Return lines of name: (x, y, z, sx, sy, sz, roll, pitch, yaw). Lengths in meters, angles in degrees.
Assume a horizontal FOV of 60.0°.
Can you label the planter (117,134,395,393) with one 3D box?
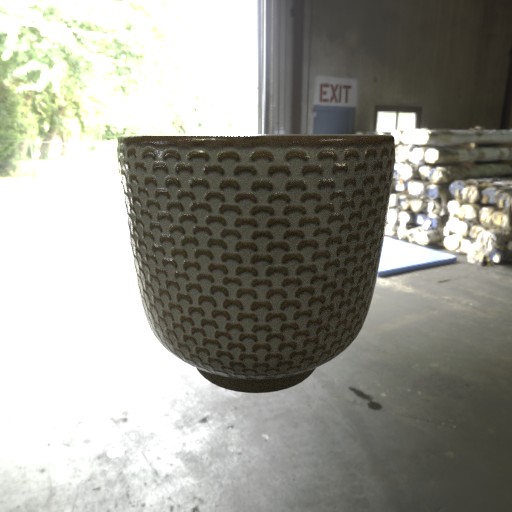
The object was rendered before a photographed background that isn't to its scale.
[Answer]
planter: (0.000, 0.000, 0.245, 0.139, 0.130, 0.139, 0, 15, 0)
